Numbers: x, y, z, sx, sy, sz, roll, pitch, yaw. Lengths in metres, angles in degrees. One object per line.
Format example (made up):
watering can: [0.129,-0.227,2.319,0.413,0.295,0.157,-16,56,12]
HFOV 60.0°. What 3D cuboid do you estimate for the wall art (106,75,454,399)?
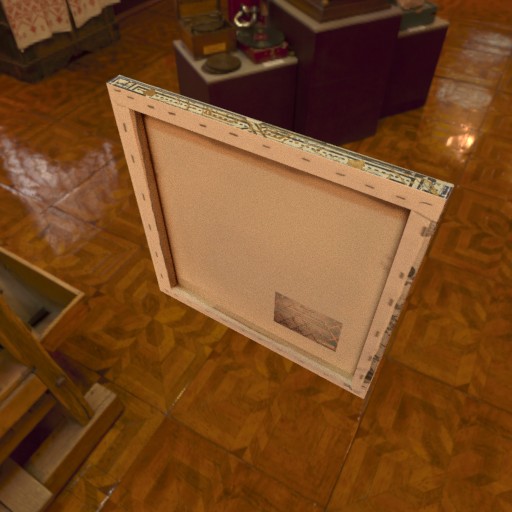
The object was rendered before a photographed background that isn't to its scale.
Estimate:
wall art: [0.000,0.000,0.920,0.609,0.607,0.036,24,52,21]
